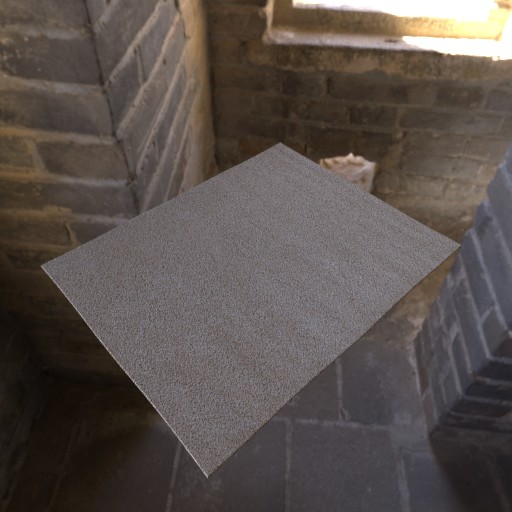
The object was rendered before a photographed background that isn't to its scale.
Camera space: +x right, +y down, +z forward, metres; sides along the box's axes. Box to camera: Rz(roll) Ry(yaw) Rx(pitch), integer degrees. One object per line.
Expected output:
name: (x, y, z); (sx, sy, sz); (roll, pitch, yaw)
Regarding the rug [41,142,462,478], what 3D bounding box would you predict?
rug: (0.000, 0.000, 4.044); (3.000, 0.026, 2.400); (-33, 55, -28)
